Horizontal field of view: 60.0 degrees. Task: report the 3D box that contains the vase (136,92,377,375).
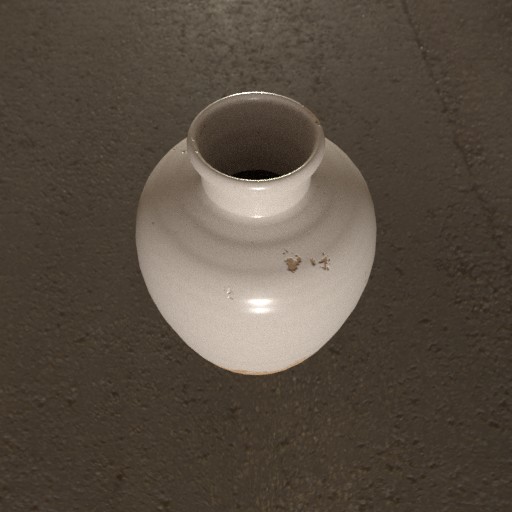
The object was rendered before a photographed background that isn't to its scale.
[{"bbox_3d":[0.000,0.000,0.321,0.158,0.228,0.158,0,57,0],"label":"vase"}]
